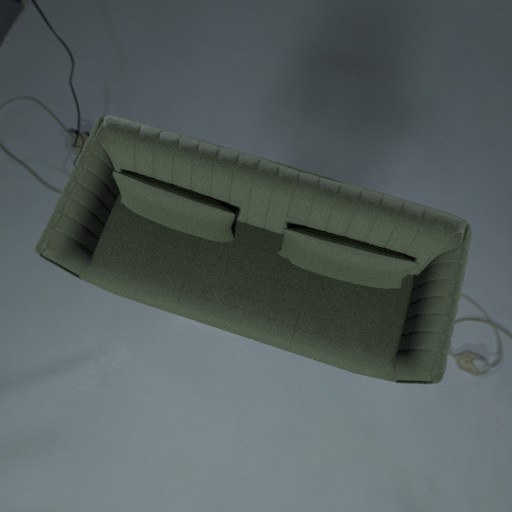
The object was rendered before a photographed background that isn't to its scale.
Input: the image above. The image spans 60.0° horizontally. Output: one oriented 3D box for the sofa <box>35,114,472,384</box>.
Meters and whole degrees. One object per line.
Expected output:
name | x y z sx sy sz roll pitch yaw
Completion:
sofa | 0.000 0.000 2.573 2.137 0.793 0.896 17 75 5
